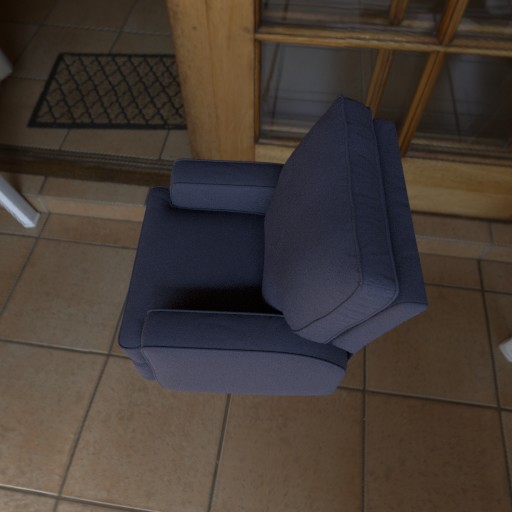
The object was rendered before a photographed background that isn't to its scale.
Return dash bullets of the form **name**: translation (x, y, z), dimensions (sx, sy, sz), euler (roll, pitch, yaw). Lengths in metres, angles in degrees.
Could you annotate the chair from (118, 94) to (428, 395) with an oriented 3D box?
- **chair**: translation (0.000, 0.000, 1.702), dimensions (0.964, 0.962, 0.861), euler (2, 58, 1)
